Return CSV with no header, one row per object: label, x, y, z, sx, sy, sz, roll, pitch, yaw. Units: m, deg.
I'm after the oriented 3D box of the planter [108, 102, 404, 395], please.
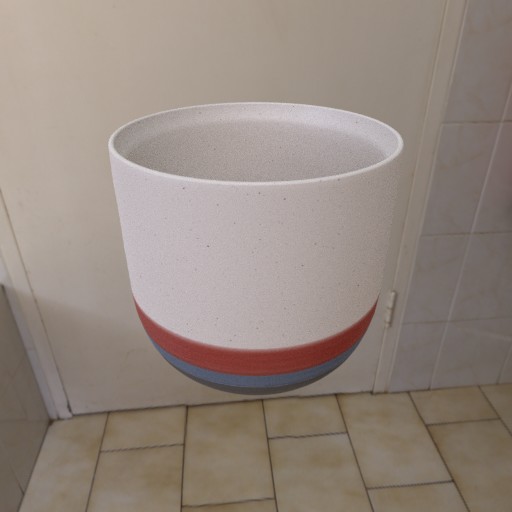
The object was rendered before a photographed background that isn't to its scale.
planter,0.000,0.000,0.482,0.268,0.270,0.268,0,30,0
